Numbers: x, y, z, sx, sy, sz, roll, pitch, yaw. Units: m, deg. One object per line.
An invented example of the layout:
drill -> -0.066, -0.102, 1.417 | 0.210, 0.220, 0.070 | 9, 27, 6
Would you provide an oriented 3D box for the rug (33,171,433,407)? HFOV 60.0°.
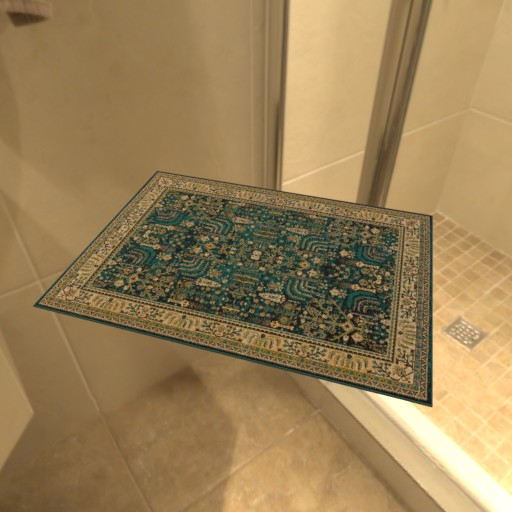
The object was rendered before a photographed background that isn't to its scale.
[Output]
rug -> 0.000, 0.000, 2.897 | 2.213, 0.013, 1.594 | 11, 42, 13
